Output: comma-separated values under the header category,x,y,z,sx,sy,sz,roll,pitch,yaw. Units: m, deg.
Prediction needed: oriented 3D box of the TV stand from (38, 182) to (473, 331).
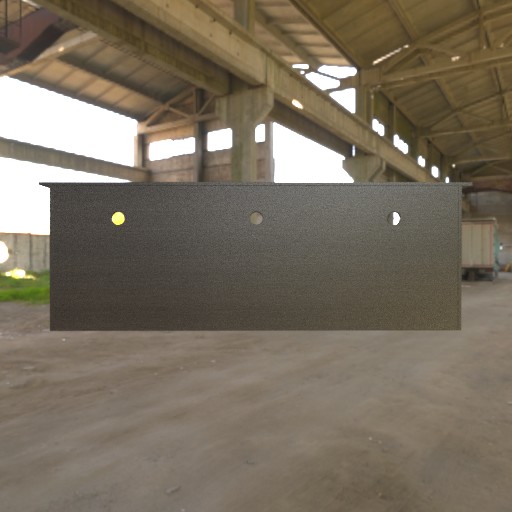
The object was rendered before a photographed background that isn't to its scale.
category,x,y,z,sx,sy,sz,roll,pitch,yaw
TV stand,0.000,0.000,2.021,1.778,0.610,0.406,0,0,-1
